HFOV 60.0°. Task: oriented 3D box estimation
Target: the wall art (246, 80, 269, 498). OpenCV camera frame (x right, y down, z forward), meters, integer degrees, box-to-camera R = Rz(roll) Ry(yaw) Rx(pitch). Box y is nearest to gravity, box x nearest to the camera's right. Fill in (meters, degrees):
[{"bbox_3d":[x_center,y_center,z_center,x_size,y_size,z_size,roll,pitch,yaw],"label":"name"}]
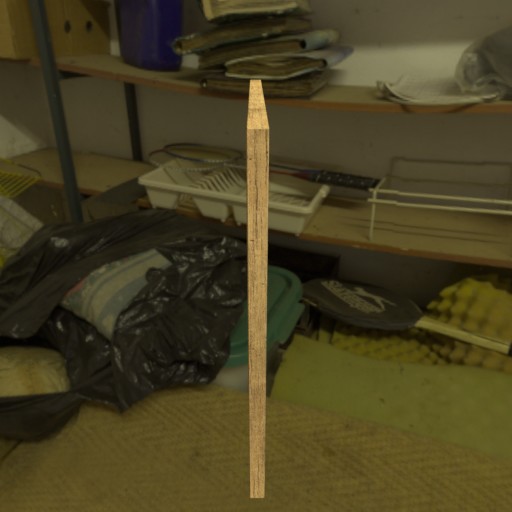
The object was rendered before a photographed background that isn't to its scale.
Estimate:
[{"bbox_3d":[0.000,0.000,1.007,0.029,0.691,0.695,0,26,0],"label":"wall art"}]
